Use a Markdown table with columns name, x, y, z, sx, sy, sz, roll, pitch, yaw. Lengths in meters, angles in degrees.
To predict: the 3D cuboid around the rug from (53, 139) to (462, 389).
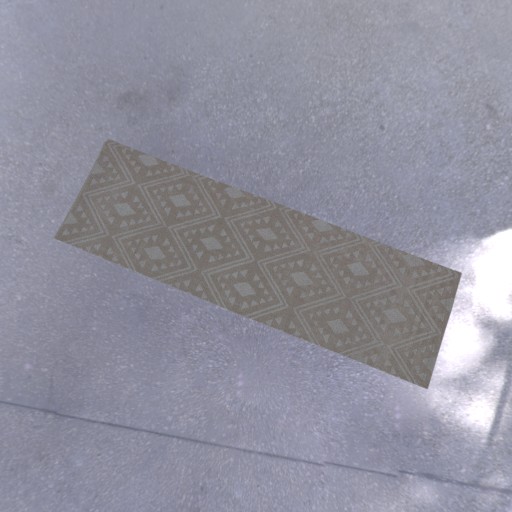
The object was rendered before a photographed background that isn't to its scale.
| name | x | y | z | sx | sy | sz | roll | pitch | yaw |
| --- | --- | --- | --- | --- | --- | --- | --- | --- | --- |
| rug | 0.000 | 0.000 | 2.770 | 2.452 | 0.051 | 0.752 | 21 | 77 | 5 |
